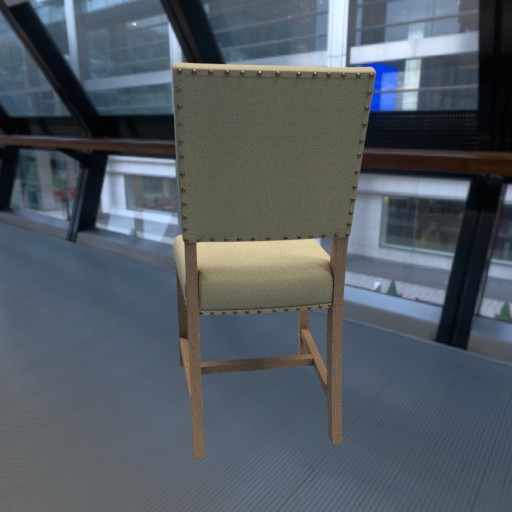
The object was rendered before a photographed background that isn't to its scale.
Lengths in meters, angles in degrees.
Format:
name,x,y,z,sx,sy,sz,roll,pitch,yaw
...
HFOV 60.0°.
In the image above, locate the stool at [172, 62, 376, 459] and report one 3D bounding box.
name,x,y,z,sx,sy,sz,roll,pitch,yaw
stool,0.000,0.000,1.328,0.508,0.986,0.623,-2,15,-9
